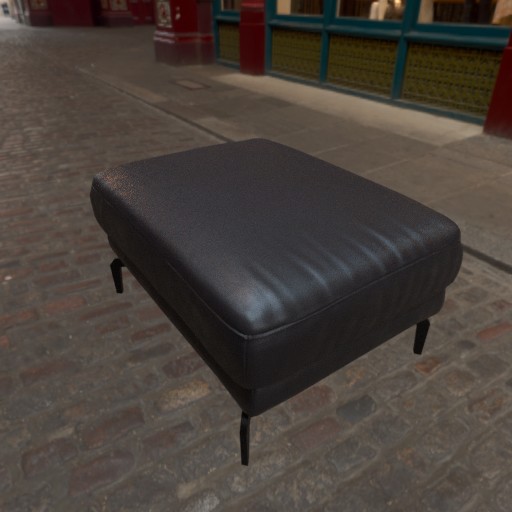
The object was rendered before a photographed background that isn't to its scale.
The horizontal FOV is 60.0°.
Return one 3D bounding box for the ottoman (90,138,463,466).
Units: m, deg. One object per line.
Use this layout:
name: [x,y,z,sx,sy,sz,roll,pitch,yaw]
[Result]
ottoman: [0.000,0.000,1.087,0.570,0.402,0.764,-20,37,-29]
